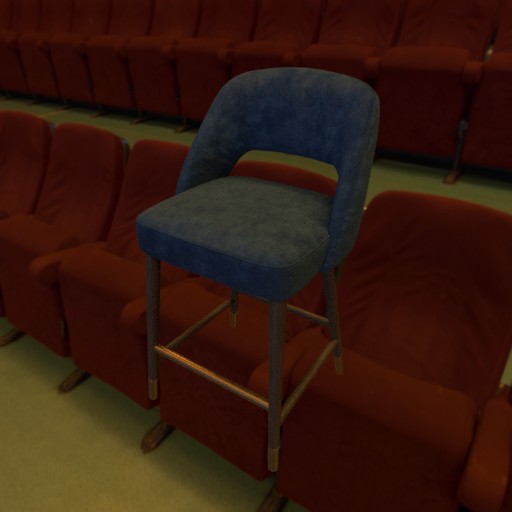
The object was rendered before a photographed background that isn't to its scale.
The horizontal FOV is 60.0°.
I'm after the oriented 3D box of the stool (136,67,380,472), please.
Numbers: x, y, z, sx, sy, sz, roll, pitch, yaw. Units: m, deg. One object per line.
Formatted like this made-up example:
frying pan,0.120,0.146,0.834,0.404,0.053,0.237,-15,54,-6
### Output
stool,0.000,0.000,1.235,0.536,0.925,0.524,18,34,29
